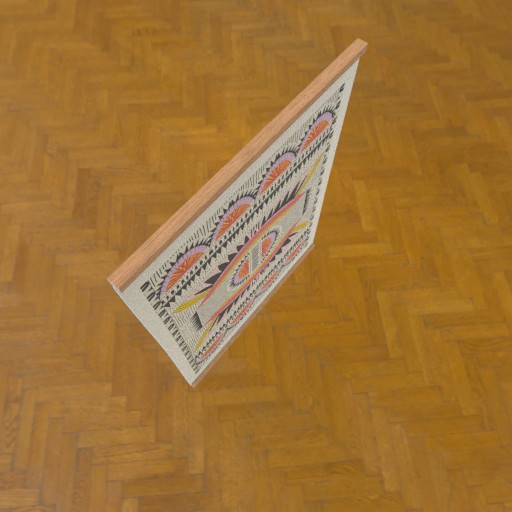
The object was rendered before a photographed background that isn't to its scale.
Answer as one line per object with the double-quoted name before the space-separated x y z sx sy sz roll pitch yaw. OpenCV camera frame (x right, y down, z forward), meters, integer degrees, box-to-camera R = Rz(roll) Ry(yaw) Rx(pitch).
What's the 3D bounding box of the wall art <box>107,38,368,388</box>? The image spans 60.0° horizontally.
"wall art" 0.000 0.000 1.328 0.028 1.016 0.765 36 70 16
